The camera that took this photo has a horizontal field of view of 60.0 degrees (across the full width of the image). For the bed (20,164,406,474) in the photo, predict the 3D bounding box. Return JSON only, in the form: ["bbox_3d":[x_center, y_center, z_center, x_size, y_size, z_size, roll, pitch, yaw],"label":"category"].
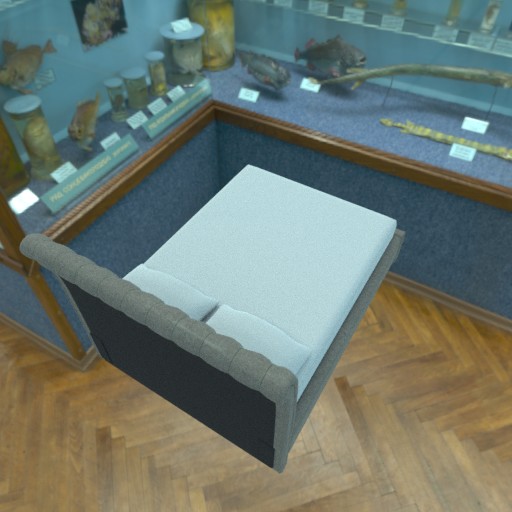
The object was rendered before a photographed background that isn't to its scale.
[{"bbox_3d":[0.000,0.000,3.229,1.645,1.371,2.252,25,53,21],"label":"bed"}]
